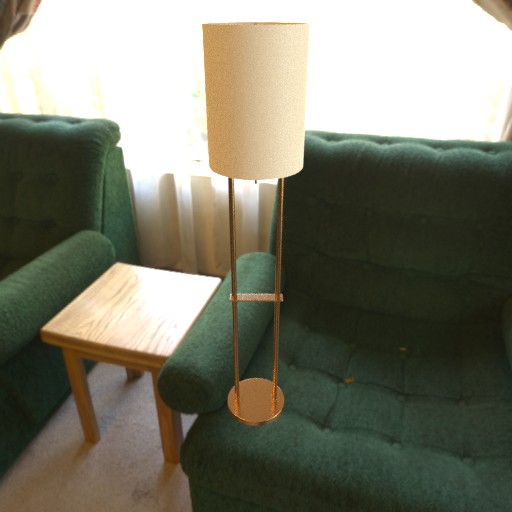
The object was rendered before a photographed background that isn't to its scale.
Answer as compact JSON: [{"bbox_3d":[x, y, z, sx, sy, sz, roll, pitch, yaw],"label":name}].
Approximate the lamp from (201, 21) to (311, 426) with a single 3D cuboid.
[{"bbox_3d":[0.000,0.000,1.612,0.306,1.500,0.305,0,29,0],"label":"lamp"}]
